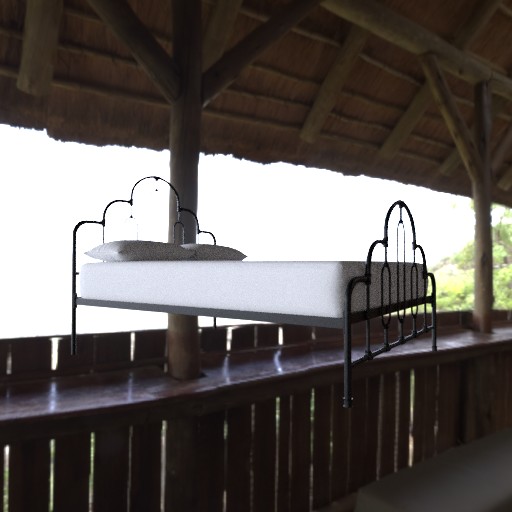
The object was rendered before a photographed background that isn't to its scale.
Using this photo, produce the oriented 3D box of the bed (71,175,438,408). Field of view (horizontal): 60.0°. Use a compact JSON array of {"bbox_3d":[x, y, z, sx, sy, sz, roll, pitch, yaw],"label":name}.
[{"bbox_3d":[0.000,0.000,3.285,2.181,1.444,1.626,-1,-1,35],"label":"bed"}]
